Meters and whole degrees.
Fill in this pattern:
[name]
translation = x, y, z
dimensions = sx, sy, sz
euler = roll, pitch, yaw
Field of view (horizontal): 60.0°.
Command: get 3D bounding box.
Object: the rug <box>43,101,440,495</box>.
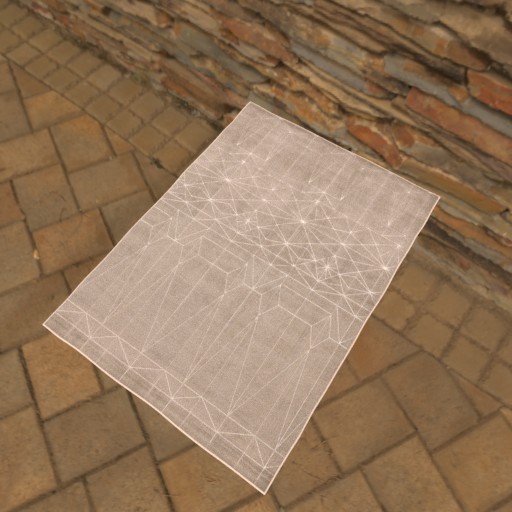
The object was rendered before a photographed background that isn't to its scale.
[rug]
translation = 0.000, 0.000, 4.358
dimensions = 2.449, 0.019, 3.357
euler = 31, 67, 15
